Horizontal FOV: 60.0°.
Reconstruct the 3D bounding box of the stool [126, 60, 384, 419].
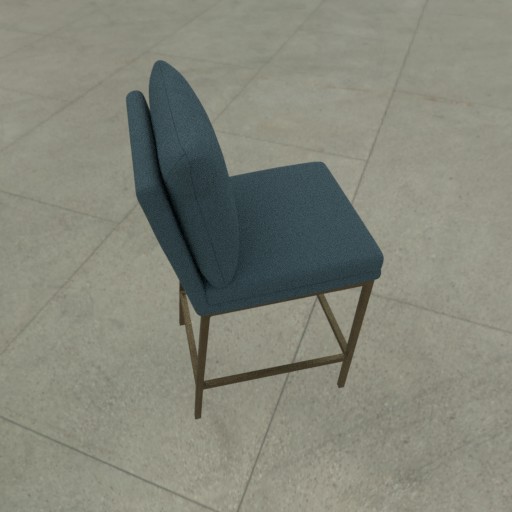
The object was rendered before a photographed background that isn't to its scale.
[{"bbox_3d":[0.000,0.000,1.323,0.568,1.032,0.463,-10,46,-10],"label":"stool"}]
